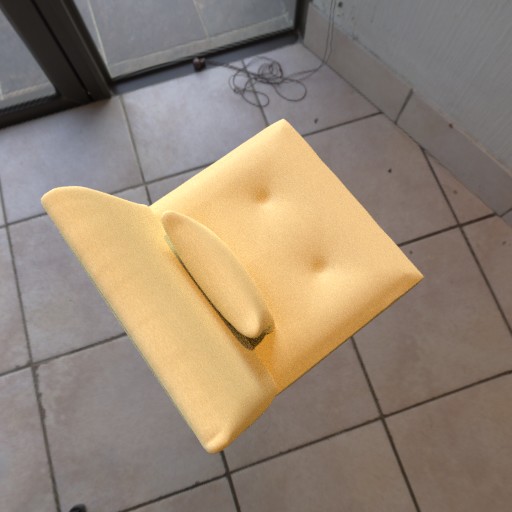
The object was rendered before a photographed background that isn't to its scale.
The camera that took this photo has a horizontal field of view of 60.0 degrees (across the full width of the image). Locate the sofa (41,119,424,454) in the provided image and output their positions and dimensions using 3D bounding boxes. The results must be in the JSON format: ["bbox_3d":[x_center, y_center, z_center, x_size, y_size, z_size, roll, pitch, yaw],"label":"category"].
[{"bbox_3d":[0.000,0.000,1.680,1.000,0.820,0.930,-36,78,-9],"label":"sofa"}]
